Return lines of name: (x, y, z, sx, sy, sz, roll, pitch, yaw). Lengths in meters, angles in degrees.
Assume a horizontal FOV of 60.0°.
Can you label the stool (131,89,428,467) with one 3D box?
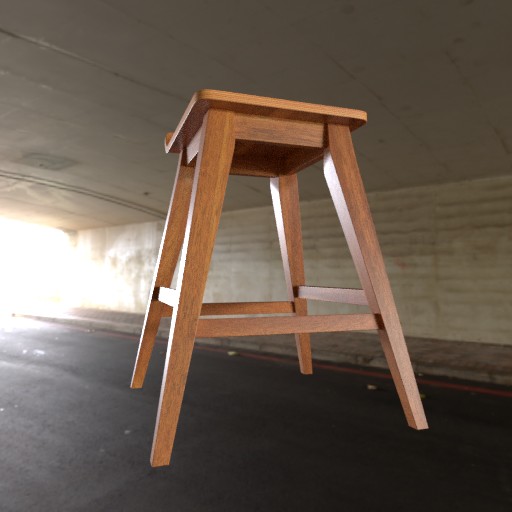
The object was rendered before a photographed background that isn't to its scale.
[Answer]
stool: (0.000, 0.000, 0.985, 0.500, 0.650, 0.500, 1, -2, -19)
